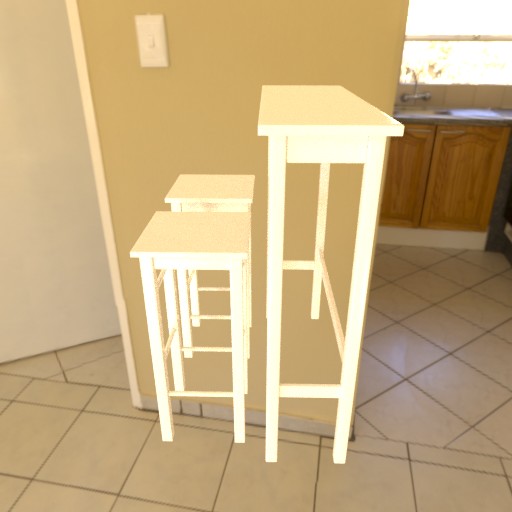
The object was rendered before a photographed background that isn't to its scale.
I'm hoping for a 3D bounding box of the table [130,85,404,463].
[{"bbox_3d":[0.000,0.000,1.586,0.650,1.065,0.915,1,26,1],"label":"table"}]
